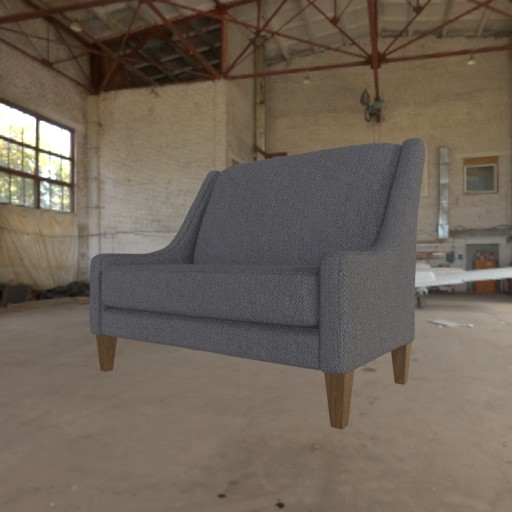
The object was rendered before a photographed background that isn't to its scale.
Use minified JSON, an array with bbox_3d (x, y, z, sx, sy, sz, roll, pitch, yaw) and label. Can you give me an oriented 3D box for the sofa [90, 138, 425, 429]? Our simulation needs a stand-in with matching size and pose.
[{"bbox_3d":[0.000,0.000,1.942,1.242,1.022,0.873,0,0,36],"label":"sofa"}]
